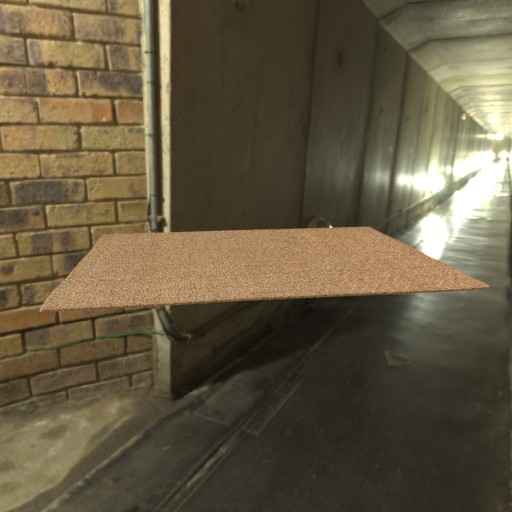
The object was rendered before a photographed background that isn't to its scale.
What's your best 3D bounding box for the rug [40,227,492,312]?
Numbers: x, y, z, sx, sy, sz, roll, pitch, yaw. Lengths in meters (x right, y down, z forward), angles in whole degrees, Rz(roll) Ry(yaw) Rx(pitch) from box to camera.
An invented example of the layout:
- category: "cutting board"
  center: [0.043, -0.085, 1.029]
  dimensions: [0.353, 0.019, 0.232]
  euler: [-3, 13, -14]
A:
- category: "rug"
  center: [0.000, 0.000, 2.779]
  dimensions: [2.141, 0.013, 1.566]
  euler: [-2, 15, -8]
